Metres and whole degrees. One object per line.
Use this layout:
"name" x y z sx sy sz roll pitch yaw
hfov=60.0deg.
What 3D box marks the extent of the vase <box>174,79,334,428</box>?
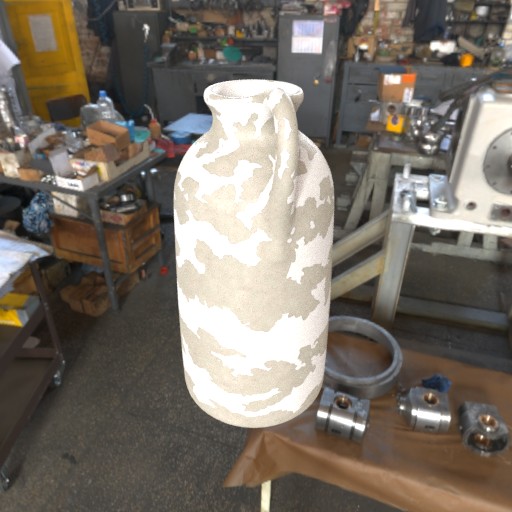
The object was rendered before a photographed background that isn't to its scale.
"vase" 0.000 0.000 0.494 0.186 0.382 0.203 -8 33 -13
